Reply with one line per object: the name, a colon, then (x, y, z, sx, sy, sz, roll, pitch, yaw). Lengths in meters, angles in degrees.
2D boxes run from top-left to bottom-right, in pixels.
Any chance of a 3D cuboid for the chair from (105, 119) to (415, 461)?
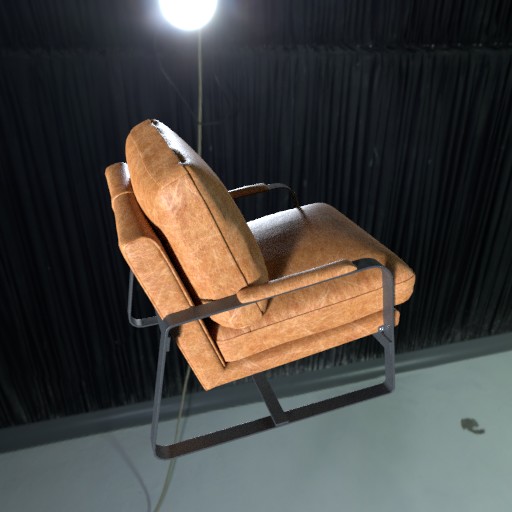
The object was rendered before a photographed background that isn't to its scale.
chair: (0.000, 0.000, 1.370, 0.801, 0.777, 0.651, -10, 31, -17)
